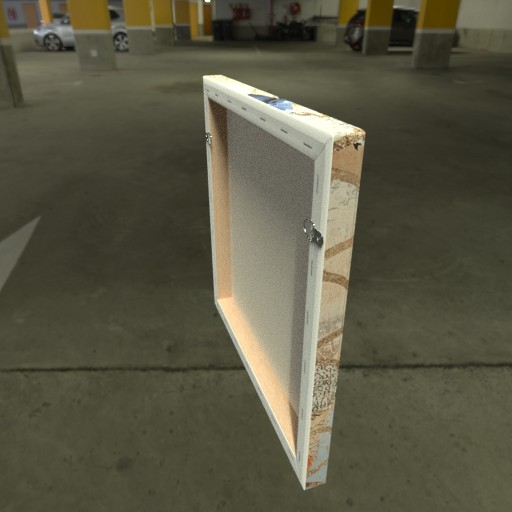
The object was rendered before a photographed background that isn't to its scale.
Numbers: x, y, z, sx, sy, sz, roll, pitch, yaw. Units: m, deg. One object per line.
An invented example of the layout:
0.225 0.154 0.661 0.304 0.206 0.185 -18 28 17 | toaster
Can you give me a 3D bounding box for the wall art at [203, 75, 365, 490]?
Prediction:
0.000 0.000 0.731 0.038 0.508 0.507 -9 29 -17 | wall art
